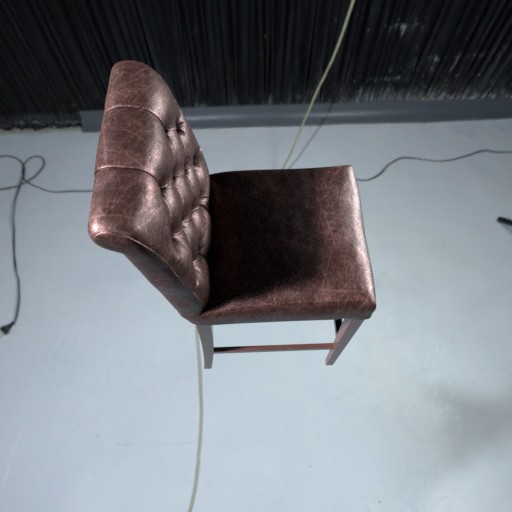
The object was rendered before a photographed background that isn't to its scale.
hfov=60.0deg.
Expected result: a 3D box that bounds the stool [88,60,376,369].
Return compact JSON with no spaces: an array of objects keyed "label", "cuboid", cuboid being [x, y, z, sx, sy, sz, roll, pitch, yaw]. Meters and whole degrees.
[{"label":"stool","cuboid":[0.000,0.000,1.425,0.659,1.168,0.483,-2,64,-1]}]
